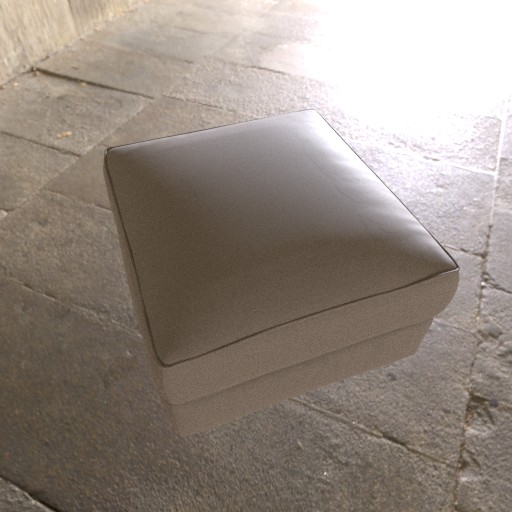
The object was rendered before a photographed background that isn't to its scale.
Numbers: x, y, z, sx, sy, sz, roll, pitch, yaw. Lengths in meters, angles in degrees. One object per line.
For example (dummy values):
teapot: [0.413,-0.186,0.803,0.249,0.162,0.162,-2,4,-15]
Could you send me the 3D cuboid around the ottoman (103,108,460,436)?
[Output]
ottoman: [0.000,0.000,1.161,0.662,0.505,0.721,-15,49,-14]
